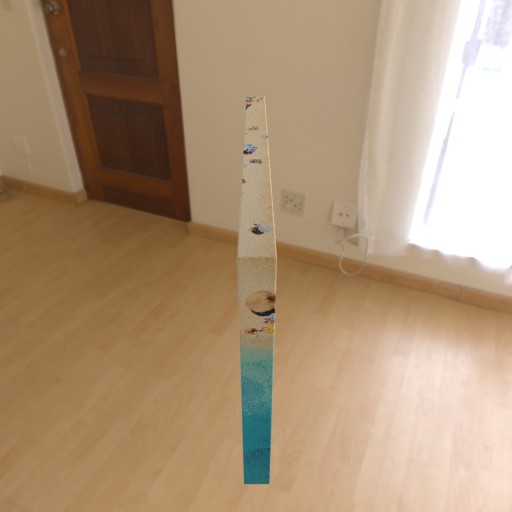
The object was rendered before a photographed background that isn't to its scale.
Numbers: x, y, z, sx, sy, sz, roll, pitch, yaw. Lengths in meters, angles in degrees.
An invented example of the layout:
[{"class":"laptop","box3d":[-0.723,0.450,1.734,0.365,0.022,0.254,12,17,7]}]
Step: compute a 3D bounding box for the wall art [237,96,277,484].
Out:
[{"class":"wall art","box3d":[0.000,0.000,1.167,0.057,0.595,0.894,0,34,0]}]
